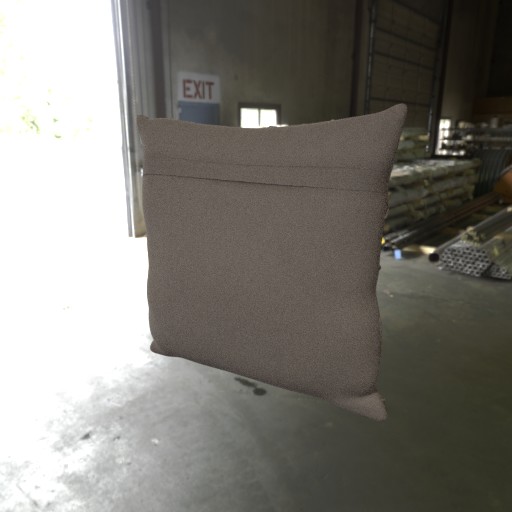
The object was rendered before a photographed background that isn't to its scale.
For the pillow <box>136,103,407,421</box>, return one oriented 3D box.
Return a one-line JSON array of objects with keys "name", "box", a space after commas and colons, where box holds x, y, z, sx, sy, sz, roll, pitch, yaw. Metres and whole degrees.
[{"name": "pillow", "box": [0.000, 0.000, 0.691, 0.439, 0.440, 0.185, 8, 18, 26]}]
